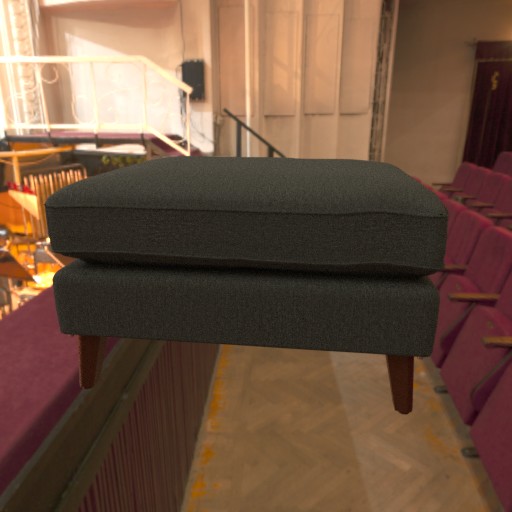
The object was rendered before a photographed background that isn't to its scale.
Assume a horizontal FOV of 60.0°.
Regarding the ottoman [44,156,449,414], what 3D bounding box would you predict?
[{"bbox_3d":[0.000,0.000,1.208,0.835,0.503,0.629,2,18,7],"label":"ottoman"}]
